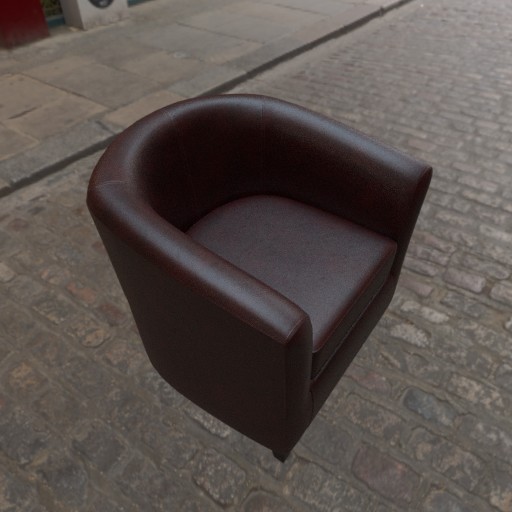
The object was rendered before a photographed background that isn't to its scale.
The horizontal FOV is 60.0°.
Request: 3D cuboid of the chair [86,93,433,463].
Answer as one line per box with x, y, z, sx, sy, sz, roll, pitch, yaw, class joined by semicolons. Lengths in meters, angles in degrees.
0.000;0.000;1.349;0.727;0.756;0.792;25;47;26;chair
